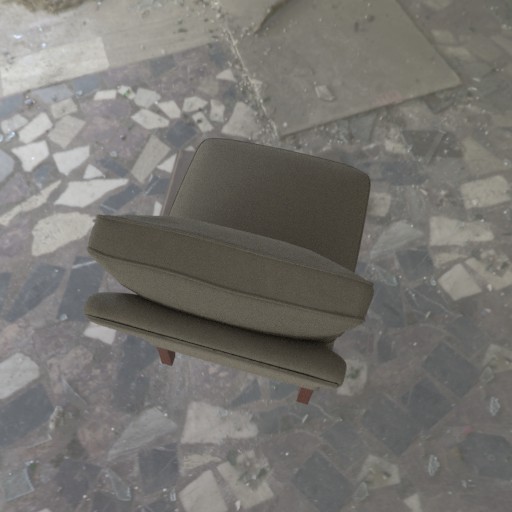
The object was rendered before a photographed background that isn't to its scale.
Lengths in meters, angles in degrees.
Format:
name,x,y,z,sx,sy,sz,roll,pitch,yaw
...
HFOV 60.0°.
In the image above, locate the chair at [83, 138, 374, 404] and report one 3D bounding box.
name,x,y,z,sx,sy,sz,roll,pitch,yaw
chair,0.000,0.000,1.625,0.724,1.045,0.924,14,64,7
